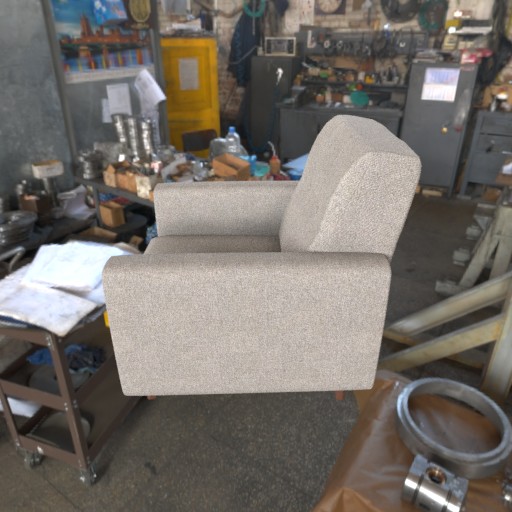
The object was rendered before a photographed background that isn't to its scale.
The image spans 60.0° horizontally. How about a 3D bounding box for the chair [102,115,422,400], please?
[{"bbox_3d":[0.000,0.000,1.703,0.942,0.968,0.845,0,27,0],"label":"chair"}]
